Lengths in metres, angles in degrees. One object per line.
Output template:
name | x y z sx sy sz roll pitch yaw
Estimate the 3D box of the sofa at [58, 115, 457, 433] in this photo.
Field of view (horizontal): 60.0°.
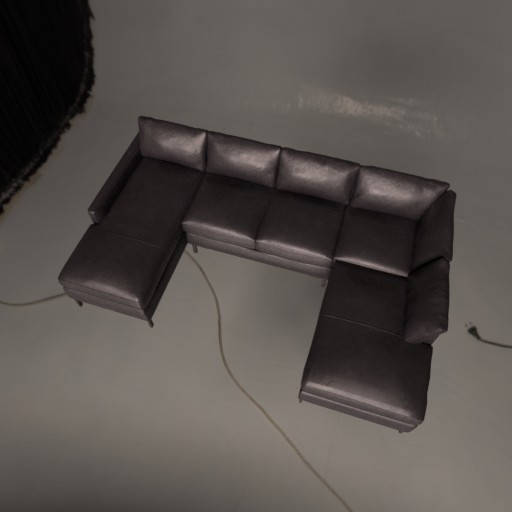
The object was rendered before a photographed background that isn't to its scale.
sofa | 0.000 0.000 3.717 2.956 0.900 1.939 15 58 9
